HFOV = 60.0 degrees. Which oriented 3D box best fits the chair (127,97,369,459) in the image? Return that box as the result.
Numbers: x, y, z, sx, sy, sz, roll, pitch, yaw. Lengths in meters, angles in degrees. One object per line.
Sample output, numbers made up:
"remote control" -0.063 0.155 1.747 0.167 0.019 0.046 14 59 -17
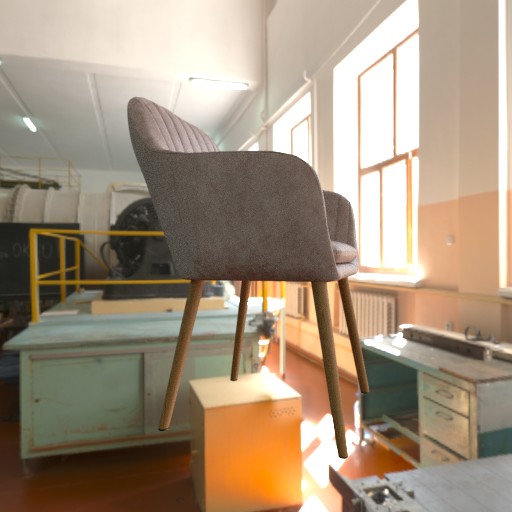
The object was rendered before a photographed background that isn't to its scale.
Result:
"chair" 0.000 0.000 1.226 0.570 0.832 0.610 0 0 19
